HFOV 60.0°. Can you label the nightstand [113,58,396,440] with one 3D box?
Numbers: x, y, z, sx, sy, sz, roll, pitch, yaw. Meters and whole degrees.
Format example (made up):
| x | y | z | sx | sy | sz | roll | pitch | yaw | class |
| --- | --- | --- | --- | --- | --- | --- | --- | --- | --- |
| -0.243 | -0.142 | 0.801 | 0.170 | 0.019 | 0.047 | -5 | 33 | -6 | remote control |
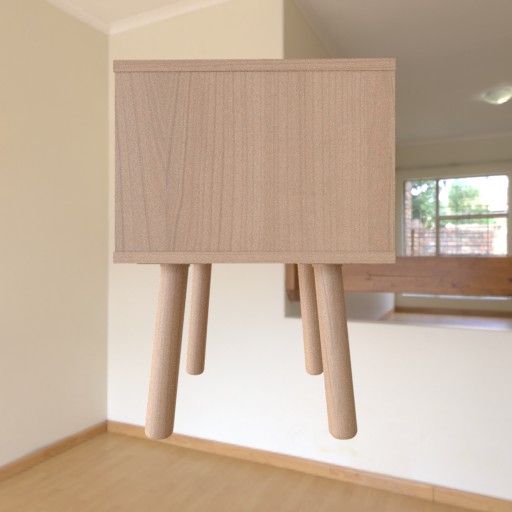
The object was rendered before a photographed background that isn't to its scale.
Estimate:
| x | y | z | sx | sy | sz | roll | pitch | yaw | class |
| --- | --- | --- | --- | --- | --- | --- | --- | --- | --- |
| 0.000 | 0.000 | 0.821 | 0.380 | 0.530 | 0.450 | 0 | 0 | 1 | nightstand |
